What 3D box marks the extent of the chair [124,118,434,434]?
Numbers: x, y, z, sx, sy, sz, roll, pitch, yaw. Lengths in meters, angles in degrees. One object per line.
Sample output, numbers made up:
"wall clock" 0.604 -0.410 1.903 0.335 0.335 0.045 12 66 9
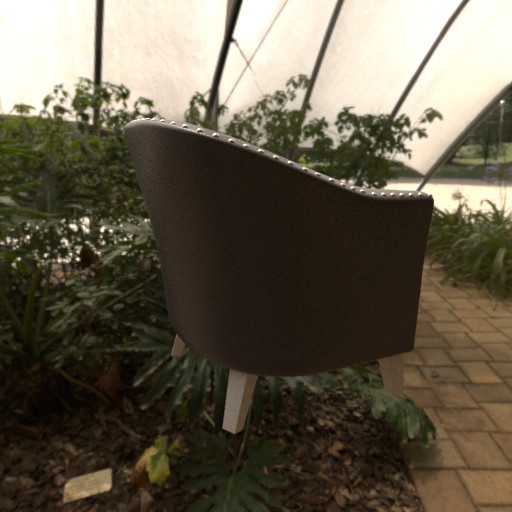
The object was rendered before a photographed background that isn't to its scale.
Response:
"chair" 0.000 0.000 1.426 0.748 0.823 0.794 -7 16 -26
